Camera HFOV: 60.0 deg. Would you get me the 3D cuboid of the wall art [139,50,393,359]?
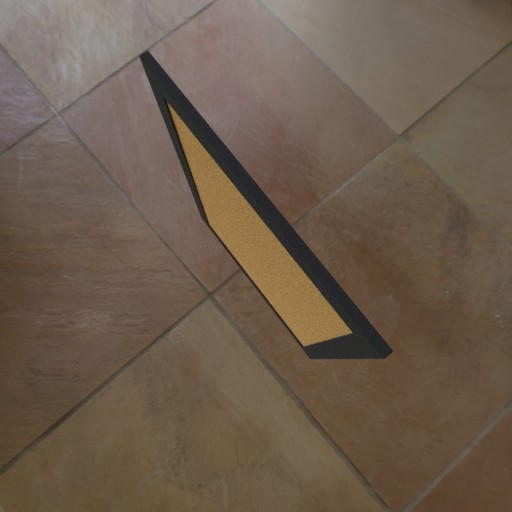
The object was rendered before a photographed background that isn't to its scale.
[{"bbox_3d":[0.000,0.000,0.669,0.012,0.529,0.374,-37,80,-8],"label":"wall art"}]
